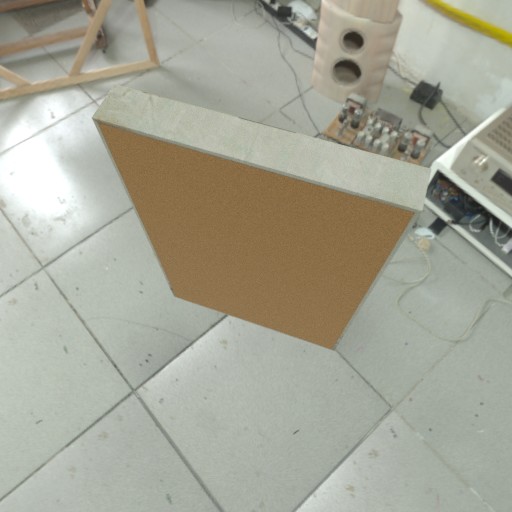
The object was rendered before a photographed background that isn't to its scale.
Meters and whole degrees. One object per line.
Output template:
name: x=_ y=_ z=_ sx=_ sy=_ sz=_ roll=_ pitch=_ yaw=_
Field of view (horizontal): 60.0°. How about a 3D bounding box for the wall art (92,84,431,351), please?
wall art: x=0.000 y=0.000 z=0.500 sx=0.254 sy=0.381 sz=0.038 roll=17 pitch=65 yaw=8
